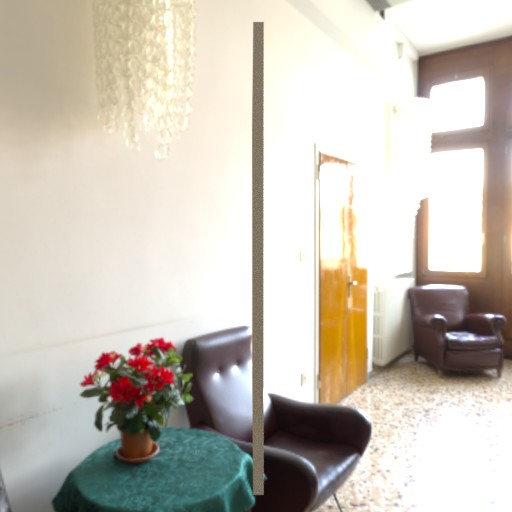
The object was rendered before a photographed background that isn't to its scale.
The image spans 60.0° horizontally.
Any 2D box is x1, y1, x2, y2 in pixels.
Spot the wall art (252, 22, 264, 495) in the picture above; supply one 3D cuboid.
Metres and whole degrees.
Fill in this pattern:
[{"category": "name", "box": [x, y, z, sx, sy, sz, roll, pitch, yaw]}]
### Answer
[{"category": "wall art", "box": [0.000, 0.000, 0.762, 0.012, 0.557, 0.482, 0, 2, -1]}]
